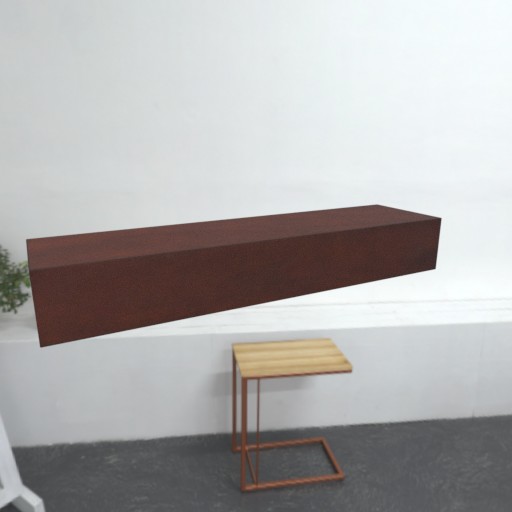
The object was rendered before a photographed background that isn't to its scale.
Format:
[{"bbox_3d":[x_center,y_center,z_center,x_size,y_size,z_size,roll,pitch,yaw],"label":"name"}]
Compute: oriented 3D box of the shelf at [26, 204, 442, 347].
[{"bbox_3d":[0.000,0.000,0.668,0.607,0.088,0.152,-8,18,-26],"label":"shelf"}]
